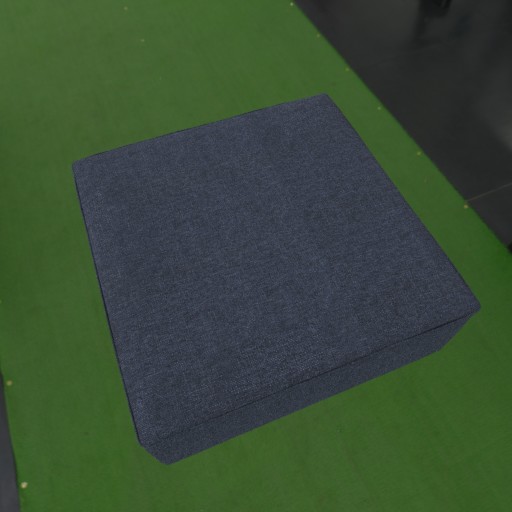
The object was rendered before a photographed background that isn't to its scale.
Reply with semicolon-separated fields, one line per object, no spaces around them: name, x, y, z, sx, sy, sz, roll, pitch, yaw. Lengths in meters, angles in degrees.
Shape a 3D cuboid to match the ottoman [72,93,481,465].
ottoman;0.000;0.000;1.542;1.017;0.423;1.023;-18;61;-11
